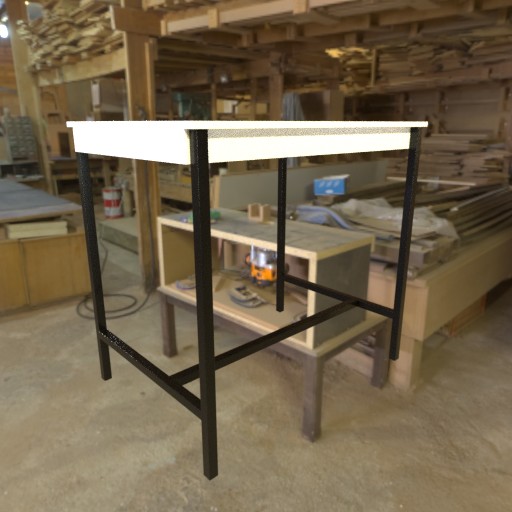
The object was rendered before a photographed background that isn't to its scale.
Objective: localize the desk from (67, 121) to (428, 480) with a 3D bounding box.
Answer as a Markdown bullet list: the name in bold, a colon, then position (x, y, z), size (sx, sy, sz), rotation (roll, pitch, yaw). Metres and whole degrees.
- **desk**: position (0.000, 0.000, 1.322), size (0.811, 0.766, 0.573), rotation (-15, 22, -40)
